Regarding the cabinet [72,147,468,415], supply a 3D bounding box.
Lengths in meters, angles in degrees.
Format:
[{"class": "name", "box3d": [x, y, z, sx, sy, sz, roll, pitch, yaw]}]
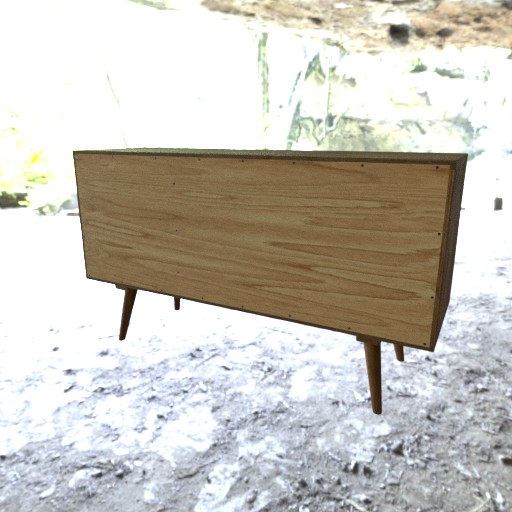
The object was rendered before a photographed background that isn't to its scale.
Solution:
[{"class": "cabinet", "box3d": [0.000, 0.000, 1.743, 1.400, 0.800, 0.472, 8, 18, 27]}]
